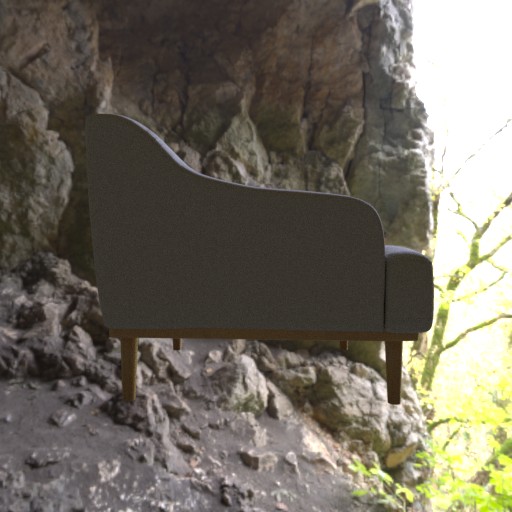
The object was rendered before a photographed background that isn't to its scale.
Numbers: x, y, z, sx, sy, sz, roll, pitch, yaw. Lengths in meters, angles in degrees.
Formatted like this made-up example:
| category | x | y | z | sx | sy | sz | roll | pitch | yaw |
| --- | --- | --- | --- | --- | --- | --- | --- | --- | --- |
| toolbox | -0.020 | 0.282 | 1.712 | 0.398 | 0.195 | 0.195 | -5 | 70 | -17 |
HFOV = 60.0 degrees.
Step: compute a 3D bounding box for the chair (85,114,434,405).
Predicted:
| category | x | y | z | sx | sy | sz | roll | pitch | yaw |
| --- | --- | --- | --- | --- | --- | --- | --- | --- | --- |
| chair | 0.000 | 0.000 | 1.603 | 0.951 | 0.818 | 0.946 | 0 | -1 | 1 |
